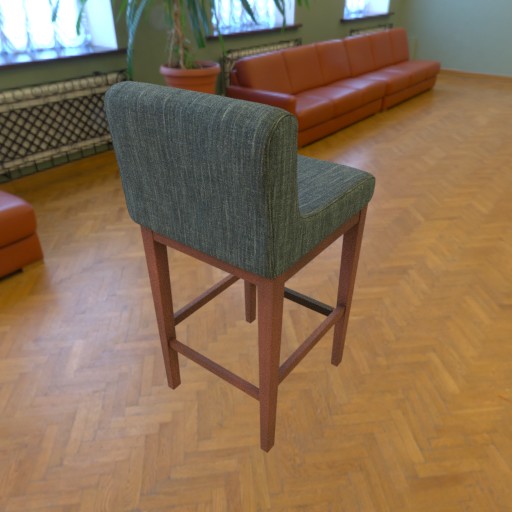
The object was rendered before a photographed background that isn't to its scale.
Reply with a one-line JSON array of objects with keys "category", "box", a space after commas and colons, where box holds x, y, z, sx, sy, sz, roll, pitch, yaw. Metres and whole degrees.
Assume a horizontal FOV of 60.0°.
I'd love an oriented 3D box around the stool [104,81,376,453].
[{"category": "stool", "box": [0.000, 0.000, 1.092, 0.395, 0.835, 0.459, 22, 38, 31]}]
